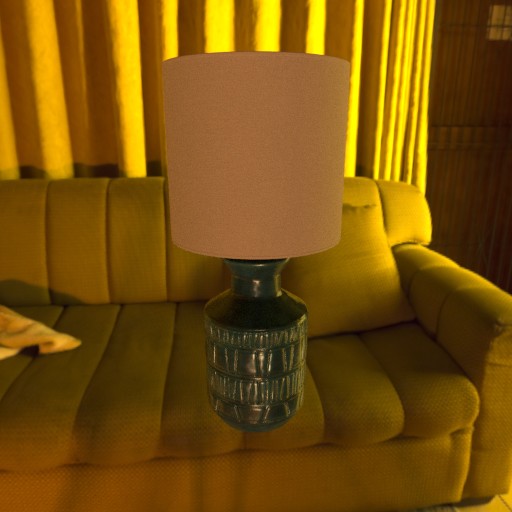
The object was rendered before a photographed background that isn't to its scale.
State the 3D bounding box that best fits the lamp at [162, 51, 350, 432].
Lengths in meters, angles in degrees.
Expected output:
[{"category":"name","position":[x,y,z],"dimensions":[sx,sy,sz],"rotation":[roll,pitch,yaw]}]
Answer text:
[{"category":"lamp","position":[0.000,0.000,0.572],"dimensions":[0.211,0.455,0.211],"rotation":[-8,19,-26]}]
